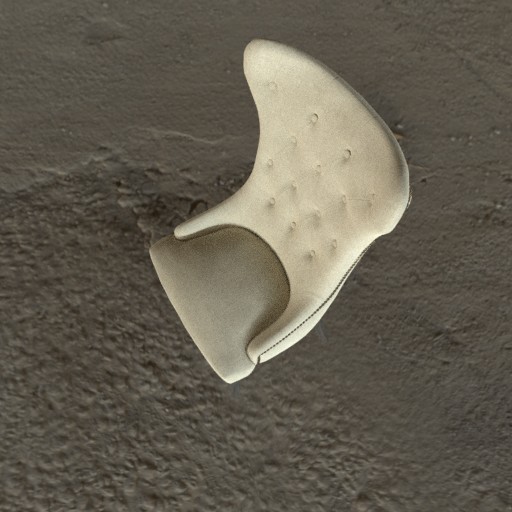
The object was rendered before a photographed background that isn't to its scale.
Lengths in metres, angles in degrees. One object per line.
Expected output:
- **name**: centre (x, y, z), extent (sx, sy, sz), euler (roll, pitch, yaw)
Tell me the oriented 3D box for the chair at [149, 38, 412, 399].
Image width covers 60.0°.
- **chair**: centre (0.000, 0.000, 1.394), extent (0.590, 1.065, 0.584), euler (-29, 67, -14)
